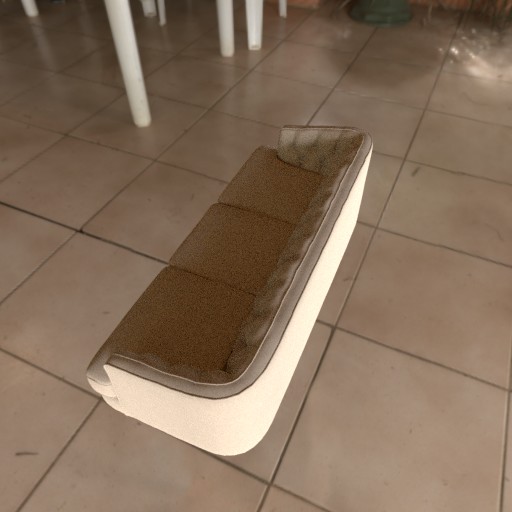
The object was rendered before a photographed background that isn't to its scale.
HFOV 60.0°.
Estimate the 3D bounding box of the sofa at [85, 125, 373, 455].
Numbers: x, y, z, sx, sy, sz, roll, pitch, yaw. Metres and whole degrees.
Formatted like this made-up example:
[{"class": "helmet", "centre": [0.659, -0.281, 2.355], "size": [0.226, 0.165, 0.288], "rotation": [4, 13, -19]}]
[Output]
[{"class": "sofa", "centre": [0.000, 0.000, 2.819], "size": [0.941, 0.855, 2.278], "rotation": [18, 49, 16]}]
